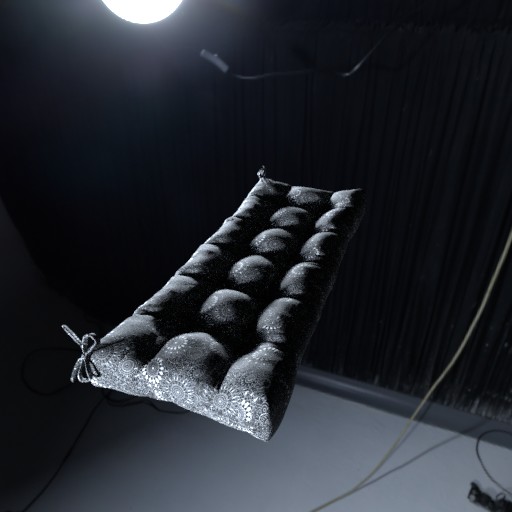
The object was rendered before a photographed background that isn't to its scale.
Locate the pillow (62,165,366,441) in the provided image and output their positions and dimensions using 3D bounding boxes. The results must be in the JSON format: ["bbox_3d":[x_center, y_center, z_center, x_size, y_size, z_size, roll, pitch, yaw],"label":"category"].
[{"bbox_3d":[0.000,0.000,1.355,0.511,0.174,1.194,11,33,18],"label":"pillow"}]
